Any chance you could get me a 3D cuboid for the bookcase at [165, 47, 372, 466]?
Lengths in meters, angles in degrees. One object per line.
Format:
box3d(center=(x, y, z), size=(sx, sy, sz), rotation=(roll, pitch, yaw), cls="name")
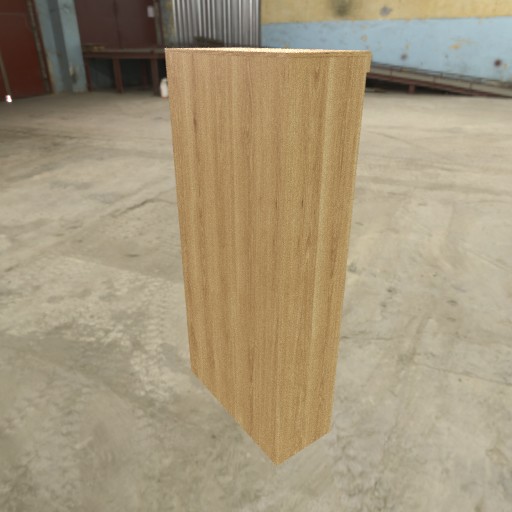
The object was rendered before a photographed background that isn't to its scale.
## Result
box3d(center=(0.000, 0.000, 2.392), size=(0.420, 2.020, 0.950), rotation=(-18, 31, -32), cls="bookcase")
